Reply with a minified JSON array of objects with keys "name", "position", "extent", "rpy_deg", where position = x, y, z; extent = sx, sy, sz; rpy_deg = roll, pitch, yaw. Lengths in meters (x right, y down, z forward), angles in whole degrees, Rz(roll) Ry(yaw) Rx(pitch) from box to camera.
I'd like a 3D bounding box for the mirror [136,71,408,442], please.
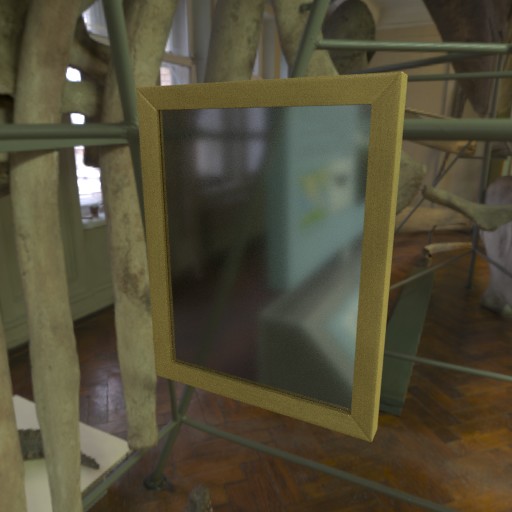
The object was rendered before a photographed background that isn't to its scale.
[{"name":"mirror","position":[0.000,0.000,0.691],"extent":[0.405,0.508,0.041],"rpy_deg":[8,18,27]}]
